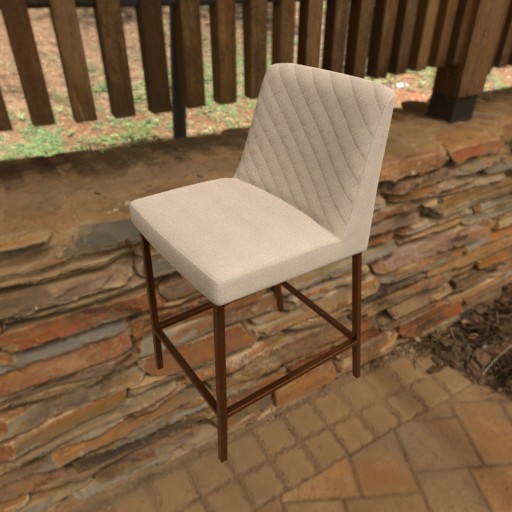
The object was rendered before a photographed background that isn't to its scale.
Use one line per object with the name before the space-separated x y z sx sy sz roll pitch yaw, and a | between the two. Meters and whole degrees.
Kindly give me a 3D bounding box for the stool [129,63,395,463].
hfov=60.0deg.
stool | 0.000 0.000 1.308 0.576 0.973 0.507 -21 38 -29
